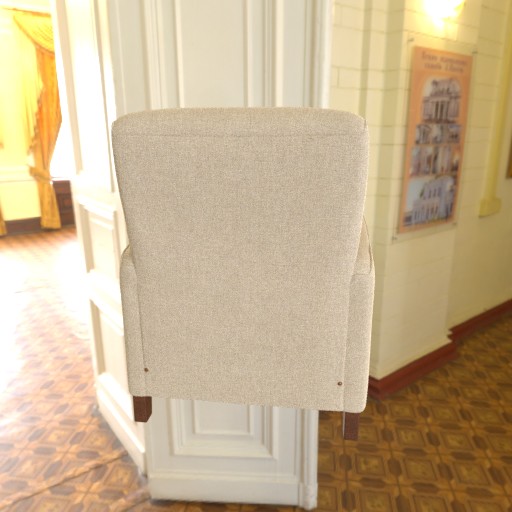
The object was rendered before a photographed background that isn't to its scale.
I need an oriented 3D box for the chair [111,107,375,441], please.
[{"bbox_3d":[0.000,0.000,1.661,0.845,1.023,0.859,2,16,7],"label":"chair"}]
